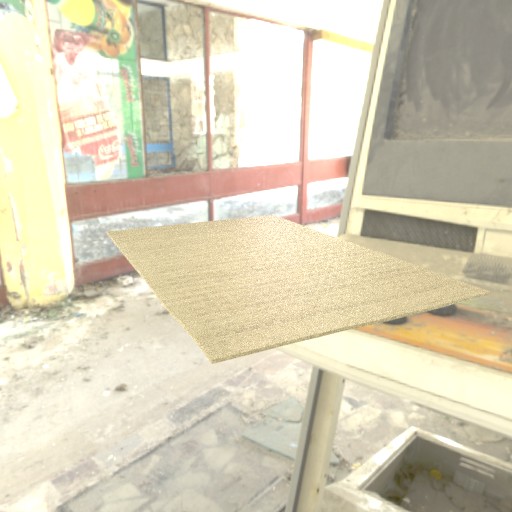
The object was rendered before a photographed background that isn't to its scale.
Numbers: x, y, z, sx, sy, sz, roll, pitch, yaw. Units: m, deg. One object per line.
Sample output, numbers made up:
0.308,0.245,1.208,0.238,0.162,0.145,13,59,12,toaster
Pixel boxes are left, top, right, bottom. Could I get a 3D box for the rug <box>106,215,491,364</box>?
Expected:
0.000,0.000,2.901,1.532,0.018,2.297,-8,18,-26,rug
